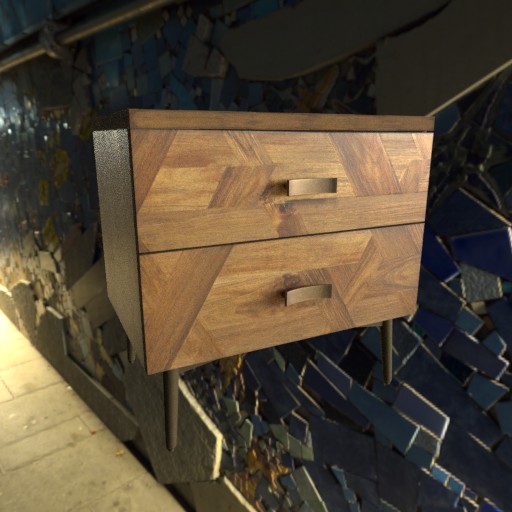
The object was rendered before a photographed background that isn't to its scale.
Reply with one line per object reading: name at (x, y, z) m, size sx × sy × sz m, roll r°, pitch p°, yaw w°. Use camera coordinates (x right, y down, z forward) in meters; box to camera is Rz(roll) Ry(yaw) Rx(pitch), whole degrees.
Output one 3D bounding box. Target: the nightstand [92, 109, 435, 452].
nightstand at (0.000, 0.000, 1.023) m, size 0.610 × 0.610 × 0.458 m, roll -7°, pitch 17°, yaw -25°
